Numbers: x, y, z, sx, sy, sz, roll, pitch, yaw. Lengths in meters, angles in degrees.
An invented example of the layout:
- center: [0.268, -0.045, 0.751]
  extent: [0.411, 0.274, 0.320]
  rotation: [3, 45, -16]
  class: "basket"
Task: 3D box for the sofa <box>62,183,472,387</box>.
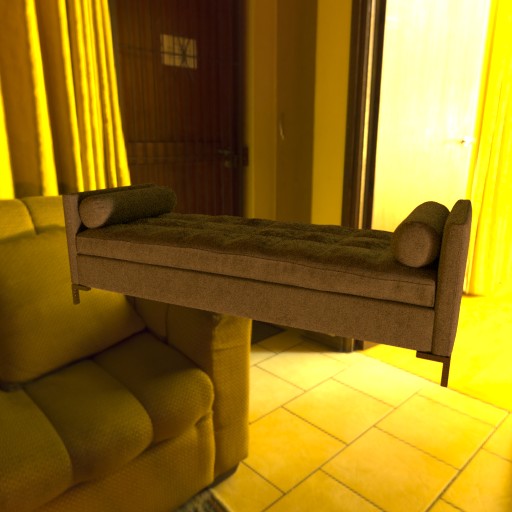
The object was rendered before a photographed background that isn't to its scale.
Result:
- center: [0.000, 0.000, 2.453]
  extent: [2.102, 0.657, 0.797]
  rotation: [7, 16, 26]
  class: "sofa"
